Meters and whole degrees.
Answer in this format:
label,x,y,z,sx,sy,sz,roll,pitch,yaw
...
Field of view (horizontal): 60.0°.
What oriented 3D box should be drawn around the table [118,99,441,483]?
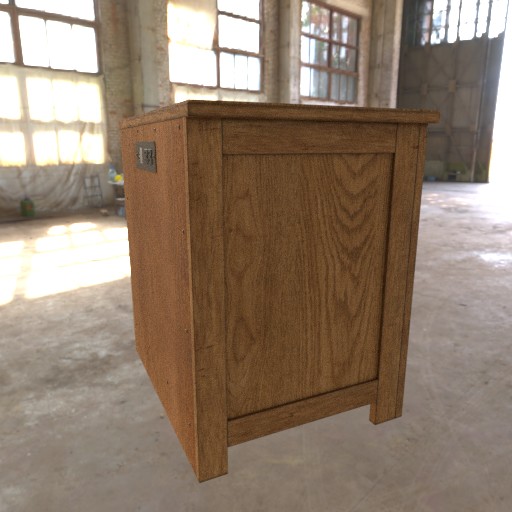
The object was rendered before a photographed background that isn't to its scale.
label,x,y,z,sx,sy,sz,roll,pitch,yaw
table,0.000,0.000,1.039,0.494,0.625,0.601,-7,15,-25
